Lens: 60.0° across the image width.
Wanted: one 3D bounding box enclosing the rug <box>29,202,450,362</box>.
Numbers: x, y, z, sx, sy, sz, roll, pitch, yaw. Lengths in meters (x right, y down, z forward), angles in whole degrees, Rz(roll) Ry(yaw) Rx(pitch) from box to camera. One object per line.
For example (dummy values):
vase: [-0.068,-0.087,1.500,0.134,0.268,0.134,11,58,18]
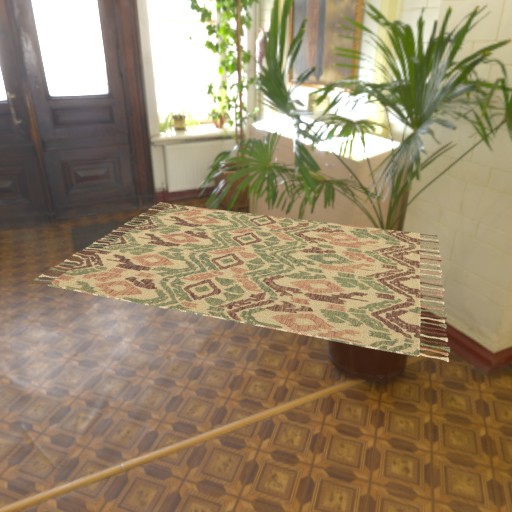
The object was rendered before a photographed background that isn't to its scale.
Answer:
rug: [0.000,0.000,2.307,1.829,0.010,1.219,8,27,17]
